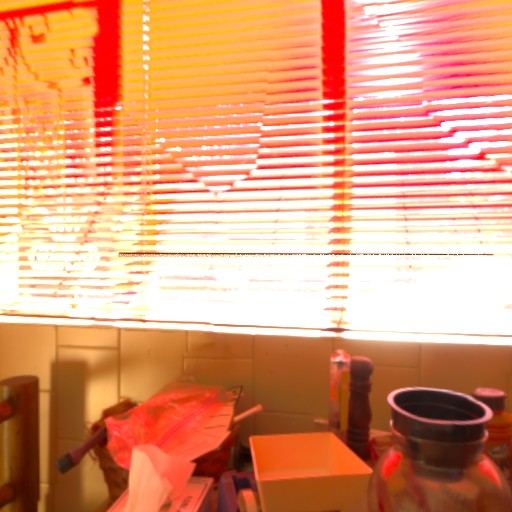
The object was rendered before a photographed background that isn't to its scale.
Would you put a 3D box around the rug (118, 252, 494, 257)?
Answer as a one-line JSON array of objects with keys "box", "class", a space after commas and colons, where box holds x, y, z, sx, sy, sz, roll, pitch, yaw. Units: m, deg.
[{"box": [0.000, 0.000, 4.094, 2.434, 0.013, 3.057, 0, 0, -17], "class": "rug"}]
